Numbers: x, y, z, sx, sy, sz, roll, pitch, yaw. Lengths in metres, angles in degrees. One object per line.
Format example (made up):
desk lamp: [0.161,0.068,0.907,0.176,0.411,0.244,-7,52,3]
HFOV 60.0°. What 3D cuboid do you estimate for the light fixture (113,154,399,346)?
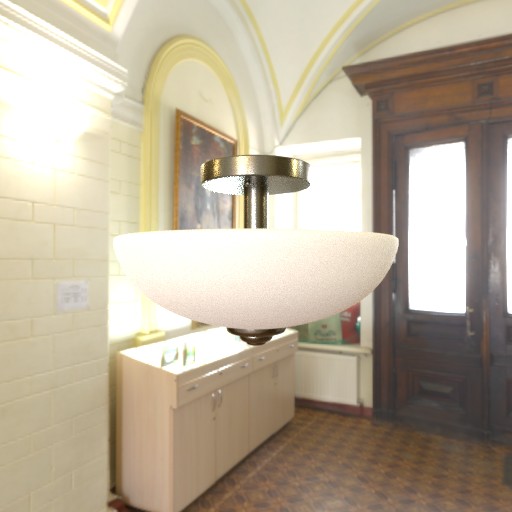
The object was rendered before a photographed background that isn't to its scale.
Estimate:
light fixture: [0.000,0.000,0.538,0.330,0.214,0.330,0,-1,0]
